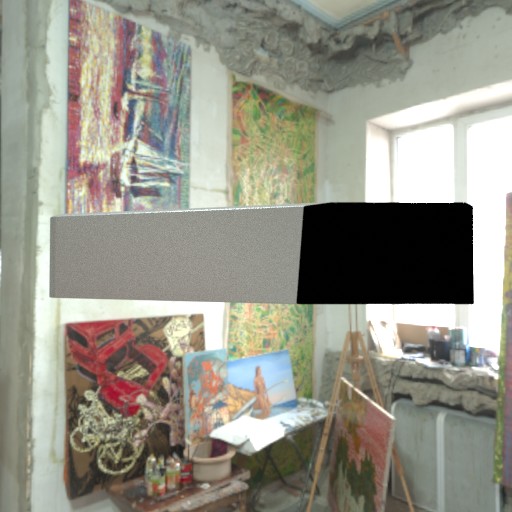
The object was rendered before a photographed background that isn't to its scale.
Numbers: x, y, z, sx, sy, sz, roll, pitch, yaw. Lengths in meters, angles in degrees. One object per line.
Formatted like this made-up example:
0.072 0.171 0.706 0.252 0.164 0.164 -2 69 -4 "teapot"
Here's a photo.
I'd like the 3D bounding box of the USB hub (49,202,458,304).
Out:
0.000 0.000 0.126 0.110 0.023 0.044 0 -1 18 "USB hub"
